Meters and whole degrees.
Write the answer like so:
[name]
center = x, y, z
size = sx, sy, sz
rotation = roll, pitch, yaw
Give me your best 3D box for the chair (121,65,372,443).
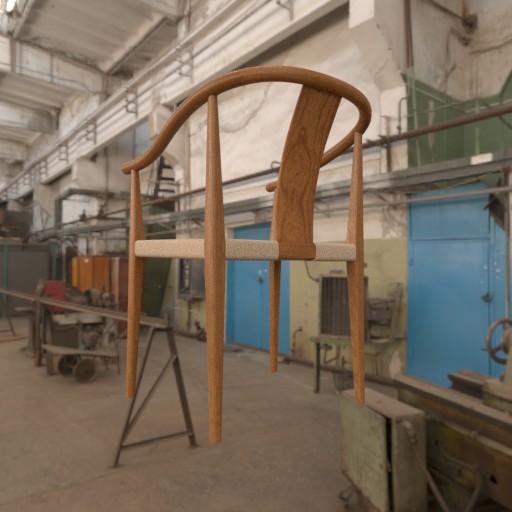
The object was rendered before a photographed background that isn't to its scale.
[chair]
center = 0.000, 0.000, 1.210
size = 0.556, 0.800, 0.579
rotation = 1, -2, -36
